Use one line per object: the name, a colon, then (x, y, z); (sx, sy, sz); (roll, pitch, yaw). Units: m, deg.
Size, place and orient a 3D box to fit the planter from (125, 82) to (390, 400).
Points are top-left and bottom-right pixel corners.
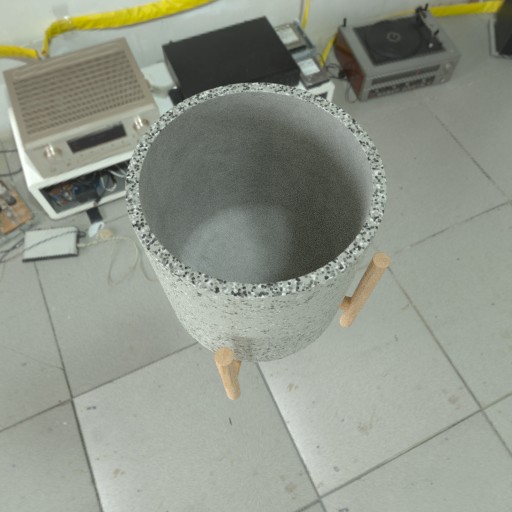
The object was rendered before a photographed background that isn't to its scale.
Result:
planter: (0.000, 0.000, 0.704); (0.360, 0.419, 0.360); (33, 68, 15)
